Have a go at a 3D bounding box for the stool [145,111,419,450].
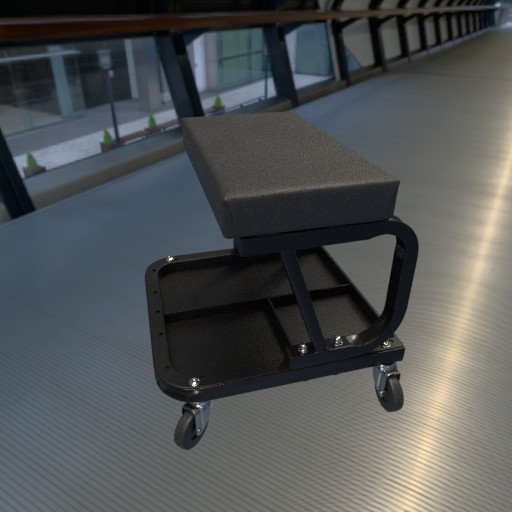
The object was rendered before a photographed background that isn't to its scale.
[{"bbox_3d":[0.000,0.000,0.732,0.371,0.380,0.446,-8,31,-13],"label":"stool"}]
